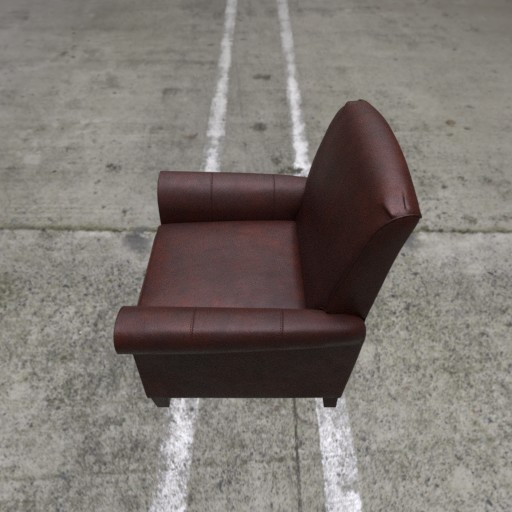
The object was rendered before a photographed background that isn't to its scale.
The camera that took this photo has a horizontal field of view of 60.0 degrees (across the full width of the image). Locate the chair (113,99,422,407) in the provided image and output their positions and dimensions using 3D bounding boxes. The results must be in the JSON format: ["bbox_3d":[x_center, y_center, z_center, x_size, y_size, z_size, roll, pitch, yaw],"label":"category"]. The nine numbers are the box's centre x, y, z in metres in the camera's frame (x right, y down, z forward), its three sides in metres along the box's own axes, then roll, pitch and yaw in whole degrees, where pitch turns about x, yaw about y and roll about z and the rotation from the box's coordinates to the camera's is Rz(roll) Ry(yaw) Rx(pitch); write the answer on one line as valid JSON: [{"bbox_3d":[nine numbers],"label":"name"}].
[{"bbox_3d":[0.000,0.000,1.753,0.902,1.061,0.978,0,42,0],"label":"chair"}]
